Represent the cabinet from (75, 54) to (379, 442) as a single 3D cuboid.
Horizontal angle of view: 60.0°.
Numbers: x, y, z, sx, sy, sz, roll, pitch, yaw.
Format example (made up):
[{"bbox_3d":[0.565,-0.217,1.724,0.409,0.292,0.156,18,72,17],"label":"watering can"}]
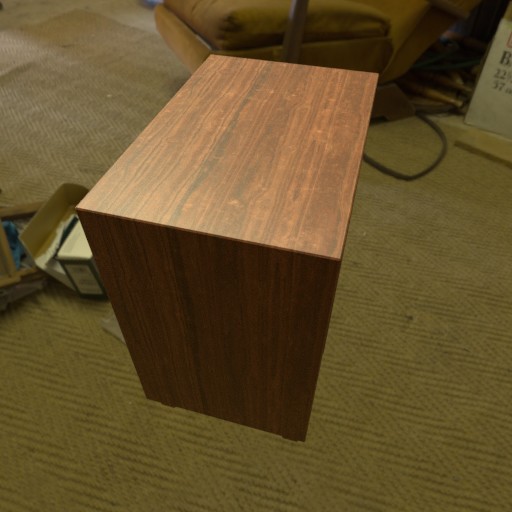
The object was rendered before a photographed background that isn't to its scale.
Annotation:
[{"bbox_3d":[0.000,0.000,1.083,0.410,0.695,0.607,11,47,11],"label":"cabinet"}]
